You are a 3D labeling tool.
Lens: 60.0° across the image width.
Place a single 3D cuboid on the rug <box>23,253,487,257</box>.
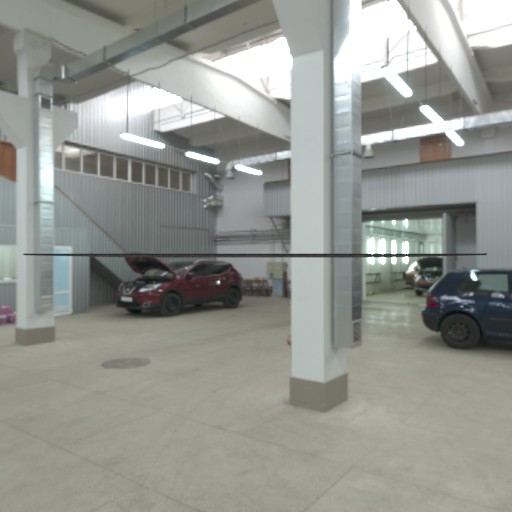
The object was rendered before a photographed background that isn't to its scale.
[{"bbox_3d":[0.000,0.000,2.920,2.232,0.009,1.630,0,-1,1],"label":"rug"}]
